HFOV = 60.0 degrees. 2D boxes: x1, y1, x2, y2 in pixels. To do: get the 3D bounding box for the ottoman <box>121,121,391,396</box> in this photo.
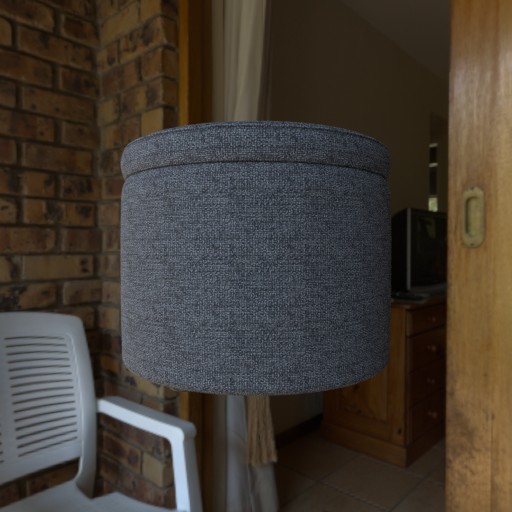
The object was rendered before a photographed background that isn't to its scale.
[{"bbox_3d":[0.000,0.000,0.891,0.520,0.430,0.520,0,1,0],"label":"ottoman"}]
